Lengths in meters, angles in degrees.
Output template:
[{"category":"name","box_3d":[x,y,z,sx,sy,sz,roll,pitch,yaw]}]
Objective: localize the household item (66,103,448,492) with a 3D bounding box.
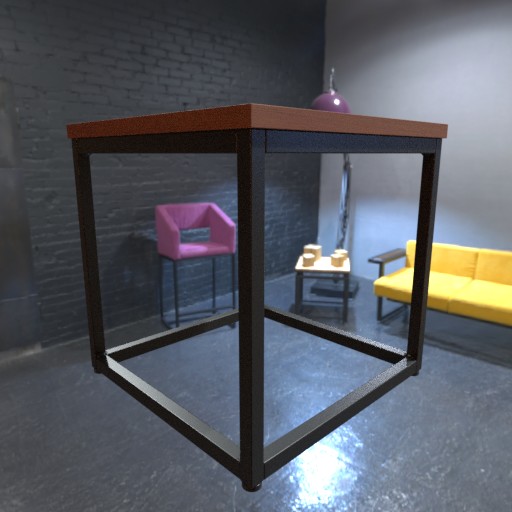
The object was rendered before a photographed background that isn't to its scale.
[{"category":"household item","box_3d":[0.000,0.000,0.701,0.400,0.400,0.400,-12,18,-43]}]
